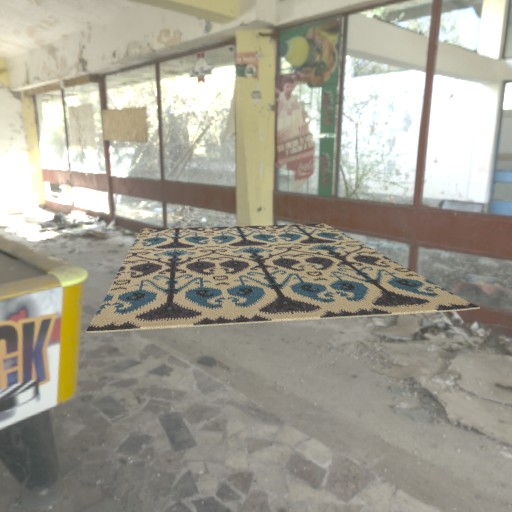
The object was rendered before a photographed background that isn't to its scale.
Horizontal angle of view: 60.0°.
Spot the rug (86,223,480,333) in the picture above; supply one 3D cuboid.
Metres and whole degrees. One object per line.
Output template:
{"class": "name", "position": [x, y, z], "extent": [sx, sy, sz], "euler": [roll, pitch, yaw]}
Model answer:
{"class": "rug", "position": [0.000, 0.000, 4.221], "extent": [2.443, 0.024, 3.228], "euler": [-2, 14, -9]}
